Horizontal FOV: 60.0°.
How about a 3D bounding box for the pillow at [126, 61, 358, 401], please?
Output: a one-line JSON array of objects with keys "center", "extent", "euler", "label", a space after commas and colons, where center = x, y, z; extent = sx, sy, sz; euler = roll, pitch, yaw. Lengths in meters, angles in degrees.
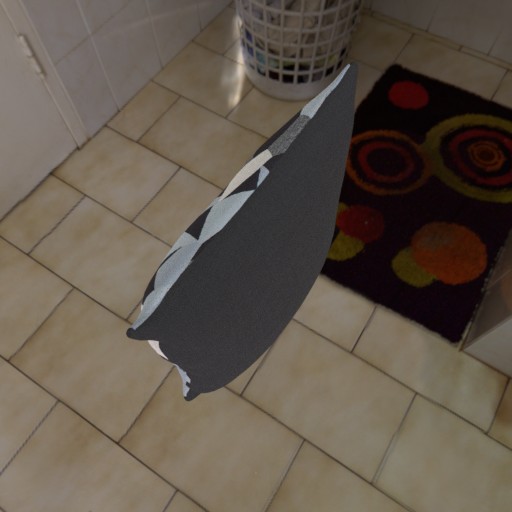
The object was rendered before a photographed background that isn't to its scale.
[{"center": [0.000, 0.000, 0.772], "extent": [0.208, 0.496, 0.503], "euler": [32, 68, 15], "label": "pillow"}]
